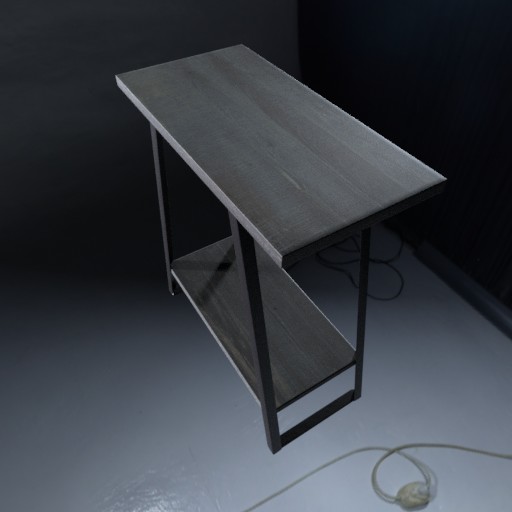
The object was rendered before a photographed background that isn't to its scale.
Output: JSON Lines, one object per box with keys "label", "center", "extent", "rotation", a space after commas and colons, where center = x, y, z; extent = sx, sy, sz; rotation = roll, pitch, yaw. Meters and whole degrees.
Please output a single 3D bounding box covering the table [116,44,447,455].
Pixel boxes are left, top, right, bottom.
{"label": "table", "center": [0.000, 0.000, 1.034], "extent": [0.300, 0.701, 0.599], "rotation": [-24, 51, -21]}
